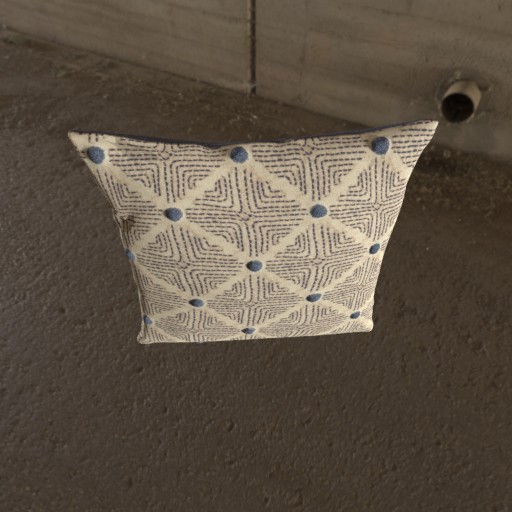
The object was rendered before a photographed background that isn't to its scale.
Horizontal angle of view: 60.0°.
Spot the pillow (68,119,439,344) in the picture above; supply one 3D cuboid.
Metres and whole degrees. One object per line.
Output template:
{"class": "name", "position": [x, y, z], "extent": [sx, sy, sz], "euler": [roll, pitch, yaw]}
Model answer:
{"class": "pillow", "position": [0.000, 0.000, 0.782], "extent": [0.510, 0.510, 0.145], "euler": [-3, 47, -2]}
